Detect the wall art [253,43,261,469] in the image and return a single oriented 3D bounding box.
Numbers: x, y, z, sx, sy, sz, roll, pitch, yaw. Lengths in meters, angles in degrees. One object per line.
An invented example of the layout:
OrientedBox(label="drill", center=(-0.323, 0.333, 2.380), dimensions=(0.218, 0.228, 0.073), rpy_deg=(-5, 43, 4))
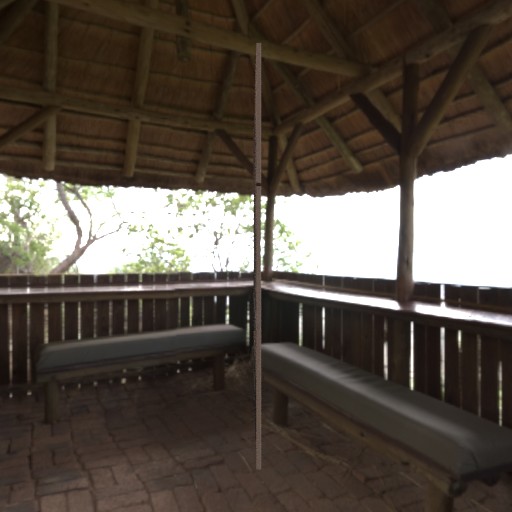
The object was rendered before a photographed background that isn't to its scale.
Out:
OrientedBox(label="wall art", center=(0.000, 0.000, 2.341), dimensions=(0.017, 1.521, 1.527), rpy_deg=(0, 0, -1))
